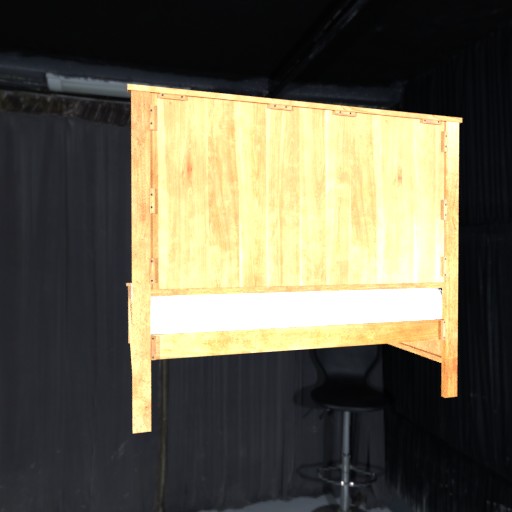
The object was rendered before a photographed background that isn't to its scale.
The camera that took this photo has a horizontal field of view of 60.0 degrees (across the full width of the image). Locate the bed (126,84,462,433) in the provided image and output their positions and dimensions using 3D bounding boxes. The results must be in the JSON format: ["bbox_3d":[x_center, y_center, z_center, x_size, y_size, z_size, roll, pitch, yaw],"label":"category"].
[{"bbox_3d":[0.000,0.000,3.461,1.936,1.686,2.201,0,1,-17],"label":"bed"}]
